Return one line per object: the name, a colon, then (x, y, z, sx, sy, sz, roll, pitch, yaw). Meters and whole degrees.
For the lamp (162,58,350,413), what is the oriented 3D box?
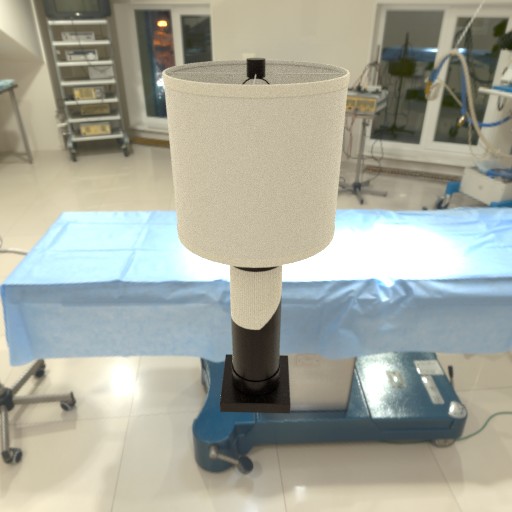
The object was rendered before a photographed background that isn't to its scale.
lamp: (0.000, 0.000, 0.623, 0.211, 0.509, 0.211, 1, 30, 1)
